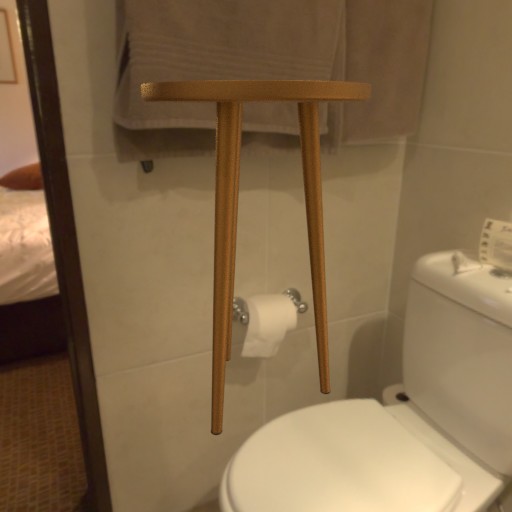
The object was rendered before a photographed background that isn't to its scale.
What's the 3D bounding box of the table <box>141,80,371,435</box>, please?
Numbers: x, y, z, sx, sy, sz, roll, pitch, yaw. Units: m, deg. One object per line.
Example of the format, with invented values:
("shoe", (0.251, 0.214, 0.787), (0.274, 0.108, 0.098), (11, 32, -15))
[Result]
("table", (0.000, 0.000, 0.669), (0.299, 0.480, 0.299), (10, 21, 26))
